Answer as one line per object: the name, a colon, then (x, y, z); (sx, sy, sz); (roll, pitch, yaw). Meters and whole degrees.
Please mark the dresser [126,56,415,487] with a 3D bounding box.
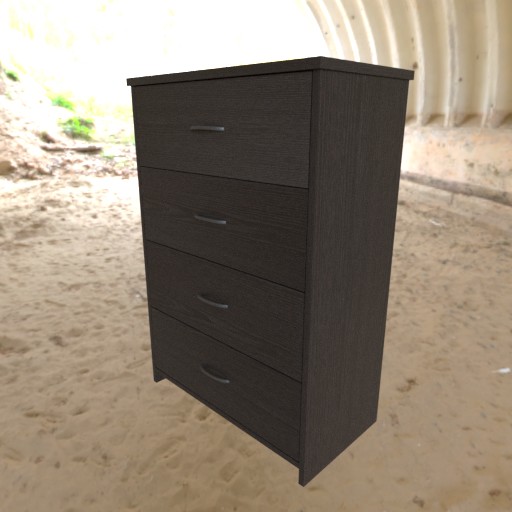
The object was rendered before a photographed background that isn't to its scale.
dresser: (0.000, 0.000, 1.342); (0.704, 1.020, 0.399); (16, 24, 42)
